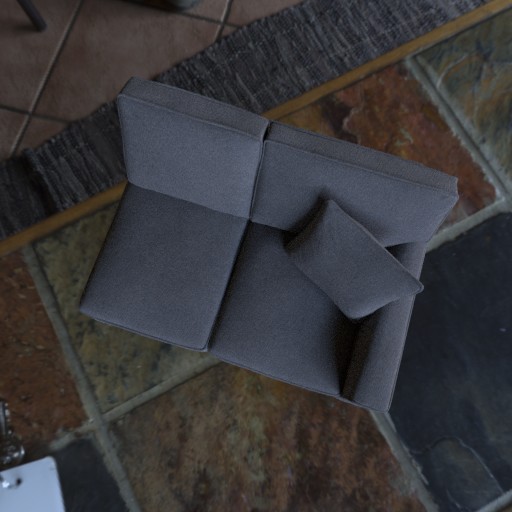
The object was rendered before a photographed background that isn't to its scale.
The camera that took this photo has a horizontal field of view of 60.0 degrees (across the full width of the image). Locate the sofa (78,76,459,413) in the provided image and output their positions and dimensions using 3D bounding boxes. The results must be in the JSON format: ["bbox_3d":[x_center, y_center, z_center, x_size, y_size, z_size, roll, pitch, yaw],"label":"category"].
[{"bbox_3d":[0.000,0.000,2.017,1.388,0.989,0.991,18,76,4],"label":"sofa"}]
